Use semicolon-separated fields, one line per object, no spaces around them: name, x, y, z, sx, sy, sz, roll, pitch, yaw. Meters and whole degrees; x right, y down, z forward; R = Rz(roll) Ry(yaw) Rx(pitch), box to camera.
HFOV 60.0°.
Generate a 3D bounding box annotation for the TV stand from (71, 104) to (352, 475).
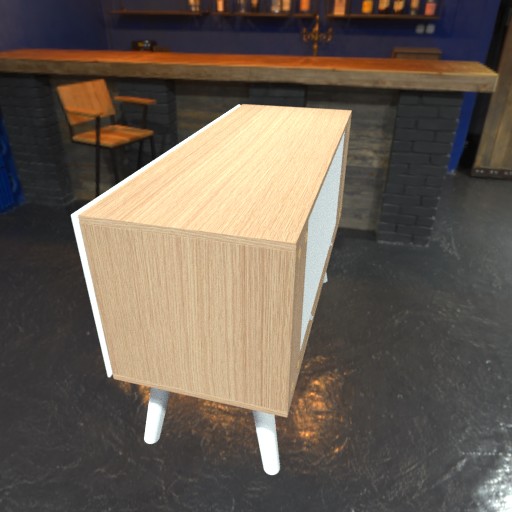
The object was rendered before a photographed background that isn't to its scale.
TV stand;0.000;0.000;1.315;0.407;0.660;0.991;8;31;13
